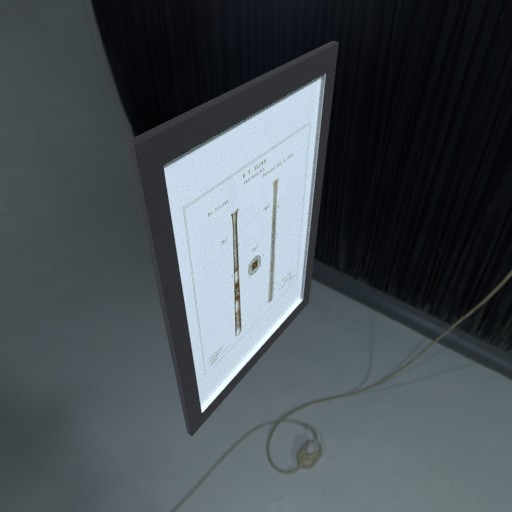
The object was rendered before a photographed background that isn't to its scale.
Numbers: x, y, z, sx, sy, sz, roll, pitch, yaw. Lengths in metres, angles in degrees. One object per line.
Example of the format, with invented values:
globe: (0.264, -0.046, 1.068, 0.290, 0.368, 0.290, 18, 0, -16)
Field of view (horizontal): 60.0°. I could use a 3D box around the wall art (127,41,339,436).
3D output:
wall art: (0.000, 0.000, 0.677, 0.012, 0.529, 0.374, 26, 47, 26)
